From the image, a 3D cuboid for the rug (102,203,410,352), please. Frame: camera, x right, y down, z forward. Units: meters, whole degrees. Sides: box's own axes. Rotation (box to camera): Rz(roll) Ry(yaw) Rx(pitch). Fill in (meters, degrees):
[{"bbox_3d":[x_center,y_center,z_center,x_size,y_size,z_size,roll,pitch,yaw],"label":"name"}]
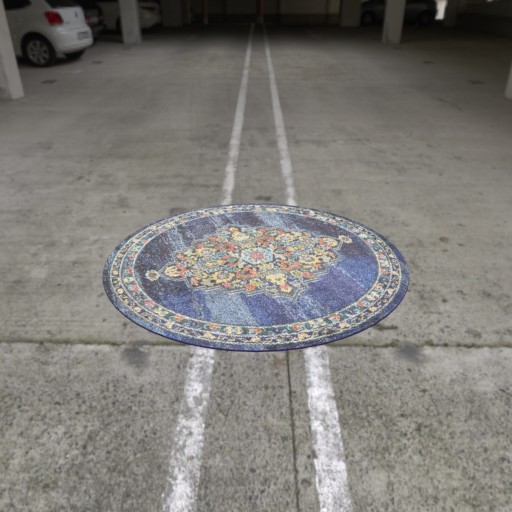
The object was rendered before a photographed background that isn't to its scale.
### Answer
[{"bbox_3d":[0.000,0.000,2.403,1.591,0.010,1.591,0,27,0],"label":"rug"}]
